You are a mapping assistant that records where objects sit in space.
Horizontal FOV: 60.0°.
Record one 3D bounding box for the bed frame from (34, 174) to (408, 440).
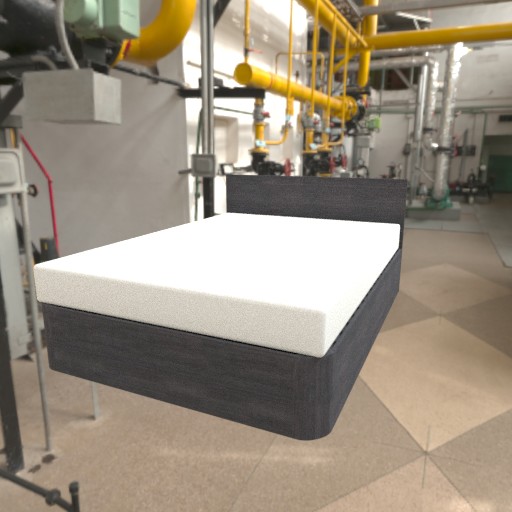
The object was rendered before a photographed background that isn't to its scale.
[{"bbox_3d":[0.000,0.000,2.562,1.400,0.800,1.900,6,15,24],"label":"bed frame"}]
